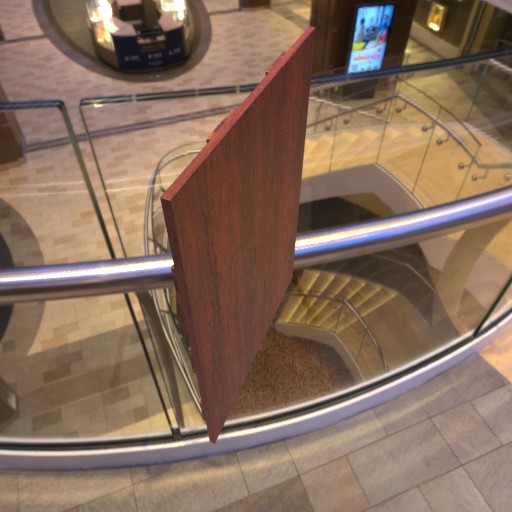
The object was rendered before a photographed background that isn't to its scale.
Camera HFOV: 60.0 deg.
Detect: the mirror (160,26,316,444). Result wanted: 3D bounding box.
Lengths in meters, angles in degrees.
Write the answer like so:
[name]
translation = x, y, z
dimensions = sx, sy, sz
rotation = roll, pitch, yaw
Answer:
[mirror]
translation = 0.000, 0.000, 1.027
dimensions = 0.021, 0.805, 0.600
rotation = 17, 49, 15
